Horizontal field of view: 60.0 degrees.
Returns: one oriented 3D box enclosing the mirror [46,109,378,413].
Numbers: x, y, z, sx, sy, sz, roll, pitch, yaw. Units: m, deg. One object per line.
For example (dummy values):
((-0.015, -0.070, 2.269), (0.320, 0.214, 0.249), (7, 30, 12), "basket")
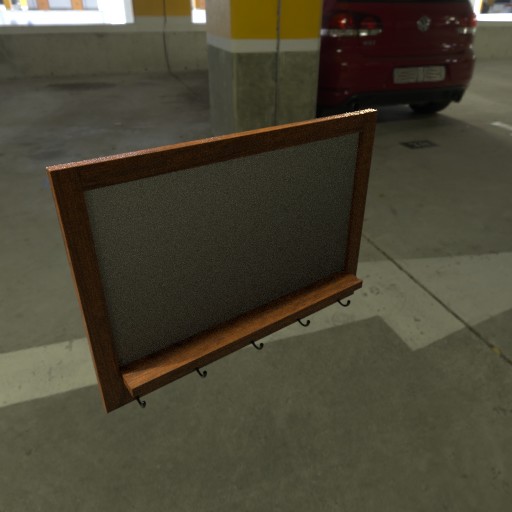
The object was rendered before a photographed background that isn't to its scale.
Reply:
((0.000, 0.000, 0.993), (0.758, 0.537, 0.084), (-20, 35, -31), "mirror")
